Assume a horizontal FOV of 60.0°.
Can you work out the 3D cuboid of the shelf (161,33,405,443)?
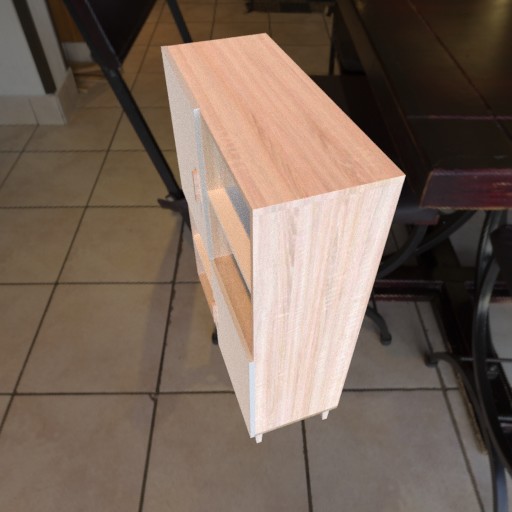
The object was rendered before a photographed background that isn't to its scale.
[{"bbox_3d":[0.000,0.000,1.872,0.434,1.405,0.995,-14,48,-13],"label":"shelf"}]
